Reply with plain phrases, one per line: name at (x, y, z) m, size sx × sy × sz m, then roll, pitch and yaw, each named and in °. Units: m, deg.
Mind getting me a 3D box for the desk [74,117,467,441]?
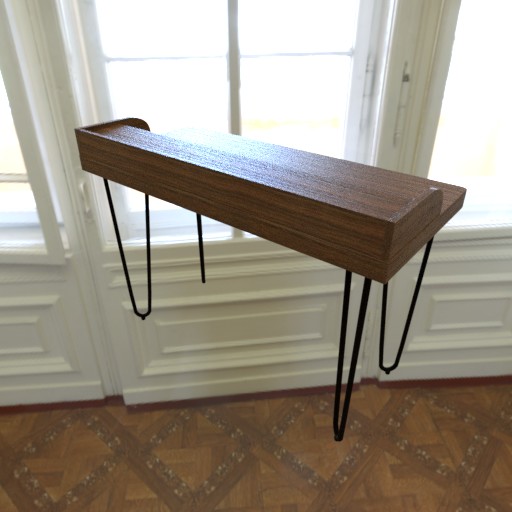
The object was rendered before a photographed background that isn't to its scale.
desk at (0.000, 0.000, 1.640) m, size 1.200 × 0.854 × 0.565 m, roll 22°, pitch 37°, yaw 33°
